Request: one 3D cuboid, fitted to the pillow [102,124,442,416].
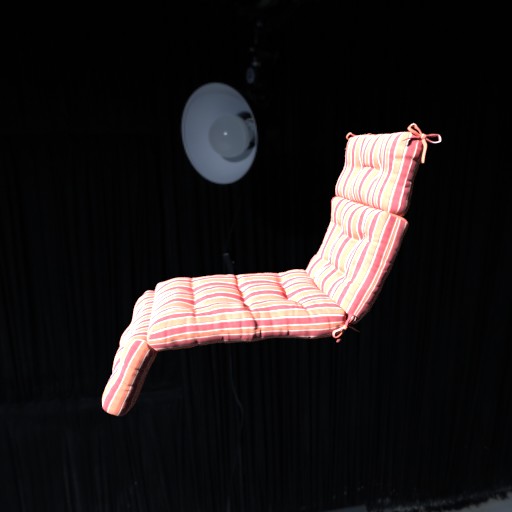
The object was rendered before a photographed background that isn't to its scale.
[{"bbox_3d":[0.000,0.000,1.533,1.016,0.863,0.526,-2,14,-9],"label":"pillow"}]
